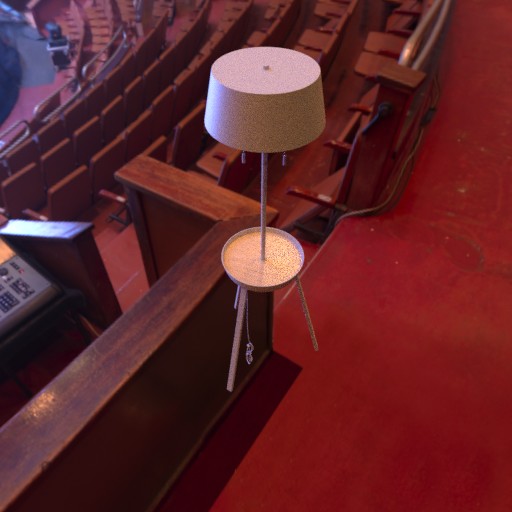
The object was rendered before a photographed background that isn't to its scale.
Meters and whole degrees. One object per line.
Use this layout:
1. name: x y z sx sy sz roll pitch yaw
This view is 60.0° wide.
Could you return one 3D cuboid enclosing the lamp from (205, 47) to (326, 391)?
1. lamp: 0.000 0.000 1.705 0.508 1.429 0.468 24 51 21
